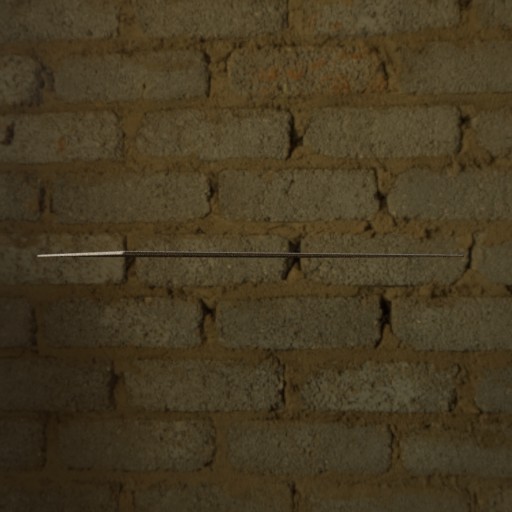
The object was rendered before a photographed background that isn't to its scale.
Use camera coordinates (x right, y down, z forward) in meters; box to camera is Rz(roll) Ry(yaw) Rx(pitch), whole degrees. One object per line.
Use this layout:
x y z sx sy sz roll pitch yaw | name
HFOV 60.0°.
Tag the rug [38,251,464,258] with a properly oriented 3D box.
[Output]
0.000 0.000 2.273 1.829 0.010 1.219 0 -1 -36 | rug
